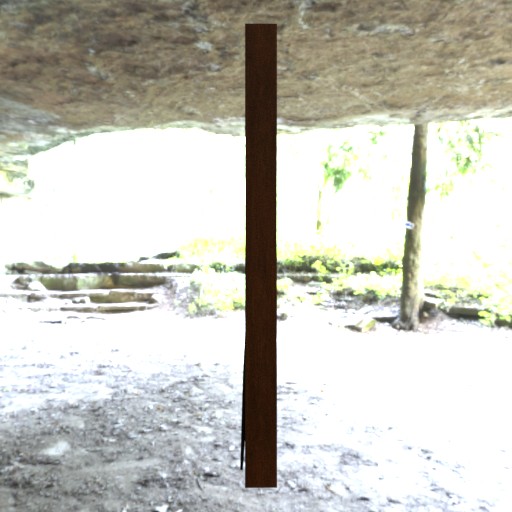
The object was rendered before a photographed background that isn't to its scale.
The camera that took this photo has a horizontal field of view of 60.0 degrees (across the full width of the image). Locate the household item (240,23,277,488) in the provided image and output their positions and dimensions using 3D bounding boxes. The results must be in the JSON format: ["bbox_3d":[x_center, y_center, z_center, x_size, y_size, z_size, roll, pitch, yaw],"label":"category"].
[{"bbox_3d":[0.000,0.000,0.339,0.020,0.250,0.200,0,0,-1],"label":"household item"}]
